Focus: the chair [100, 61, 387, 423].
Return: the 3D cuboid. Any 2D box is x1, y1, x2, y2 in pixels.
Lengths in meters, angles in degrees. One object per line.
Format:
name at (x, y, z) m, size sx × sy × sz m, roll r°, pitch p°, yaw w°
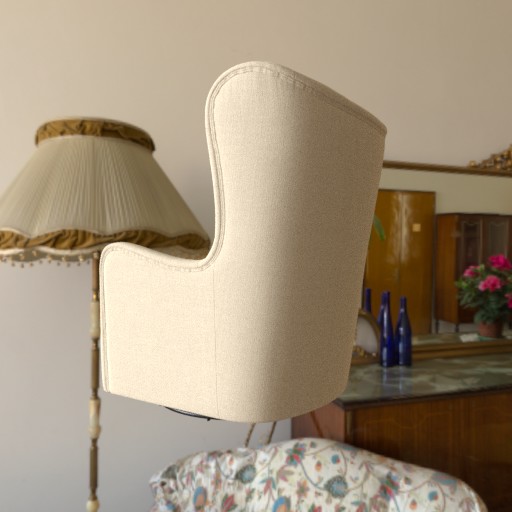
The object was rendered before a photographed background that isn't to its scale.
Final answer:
chair at (0.000, 0.000, 1.704) m, size 0.929 × 1.079 × 0.831 m, roll -1°, pitch -1°, yaw 37°
